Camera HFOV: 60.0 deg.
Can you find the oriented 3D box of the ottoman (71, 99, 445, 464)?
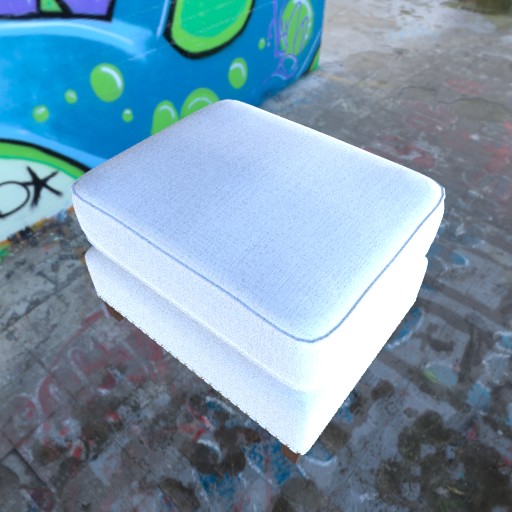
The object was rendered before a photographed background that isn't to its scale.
[{"bbox_3d":[0.000,0.000,1.159,0.738,0.537,0.589,30,54,26],"label":"ottoman"}]
